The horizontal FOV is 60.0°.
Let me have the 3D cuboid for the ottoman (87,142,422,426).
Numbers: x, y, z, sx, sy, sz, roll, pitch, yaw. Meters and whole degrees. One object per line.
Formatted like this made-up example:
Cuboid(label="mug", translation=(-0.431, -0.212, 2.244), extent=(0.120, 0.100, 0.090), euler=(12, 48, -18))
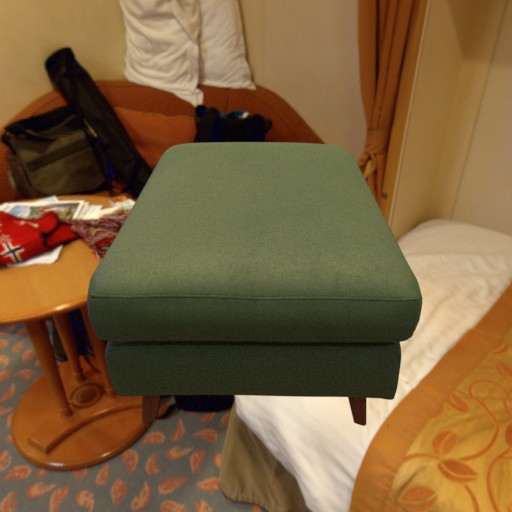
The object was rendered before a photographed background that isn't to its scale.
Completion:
Cuboid(label="ottoman", translation=(0.000, 0.000, 1.168), extent=(0.608, 0.449, 0.811), euler=(0, 32, 1))
